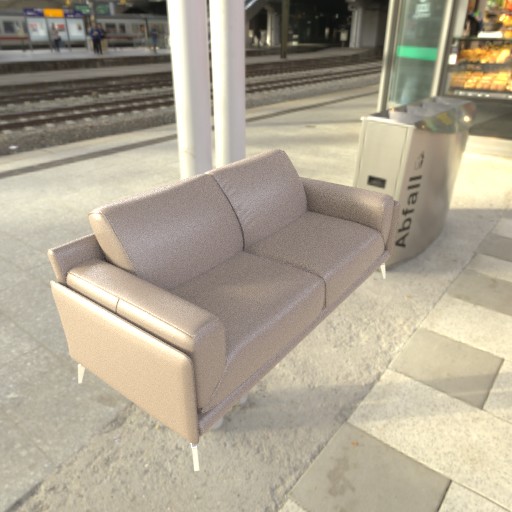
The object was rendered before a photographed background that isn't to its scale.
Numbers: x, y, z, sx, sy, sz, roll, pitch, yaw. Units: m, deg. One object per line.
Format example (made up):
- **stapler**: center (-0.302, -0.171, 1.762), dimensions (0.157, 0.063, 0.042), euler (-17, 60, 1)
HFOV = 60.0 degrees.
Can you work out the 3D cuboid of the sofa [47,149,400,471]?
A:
- **sofa**: center (0.000, 0.000, 2.617), dimensions (1.049, 0.930, 2.101), euler (18, 32, 32)
